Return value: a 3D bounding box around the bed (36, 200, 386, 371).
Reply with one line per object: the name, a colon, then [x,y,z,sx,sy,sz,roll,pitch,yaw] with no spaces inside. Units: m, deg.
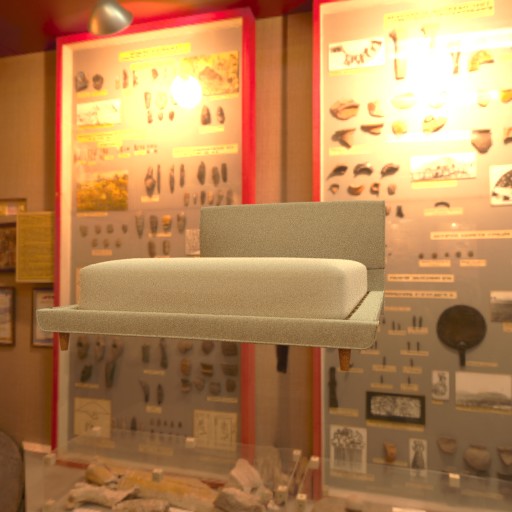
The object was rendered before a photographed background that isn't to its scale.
bed: [0.000,0.000,3.323,1.840,1.067,2.368,0,-1,17]
